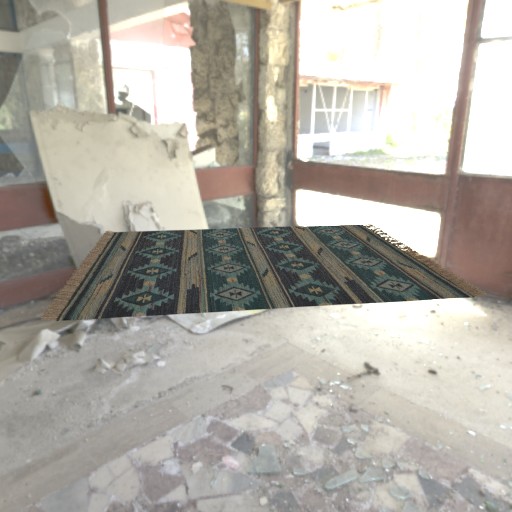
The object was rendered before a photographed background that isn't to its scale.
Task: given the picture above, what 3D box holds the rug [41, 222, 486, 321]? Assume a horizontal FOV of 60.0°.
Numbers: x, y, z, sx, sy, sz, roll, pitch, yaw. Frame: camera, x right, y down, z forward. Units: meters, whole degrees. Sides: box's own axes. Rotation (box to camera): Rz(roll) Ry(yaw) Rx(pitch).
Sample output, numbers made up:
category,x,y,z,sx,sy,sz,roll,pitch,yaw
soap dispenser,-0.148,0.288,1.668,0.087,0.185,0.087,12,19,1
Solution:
category,x,y,z,sx,sy,sz,roll,pitch,yaw
rug,0.000,0.000,4.341,3.307,0.047,2.418,-2,18,-7
